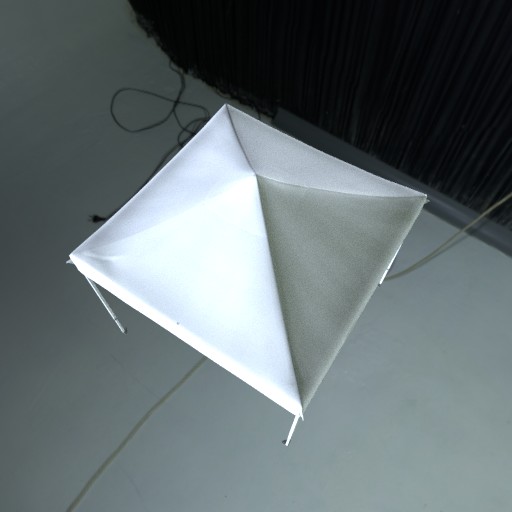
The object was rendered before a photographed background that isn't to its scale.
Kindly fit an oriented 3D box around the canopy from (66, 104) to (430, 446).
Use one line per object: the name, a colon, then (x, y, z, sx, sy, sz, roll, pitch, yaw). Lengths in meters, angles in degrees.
canopy: (0.000, 0.000, 5.543, 2.994, 2.998, 2.996, 29, 63, 17)
